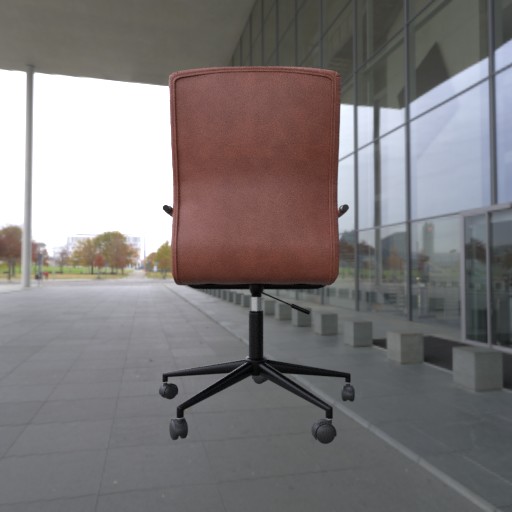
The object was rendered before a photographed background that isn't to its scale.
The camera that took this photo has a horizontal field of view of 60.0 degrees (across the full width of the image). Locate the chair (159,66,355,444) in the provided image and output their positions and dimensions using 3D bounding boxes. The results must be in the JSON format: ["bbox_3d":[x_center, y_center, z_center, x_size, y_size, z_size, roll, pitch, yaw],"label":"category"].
[{"bbox_3d":[0.000,0.000,1.308,0.600,0.878,0.578,0,-2,1],"label":"chair"}]
